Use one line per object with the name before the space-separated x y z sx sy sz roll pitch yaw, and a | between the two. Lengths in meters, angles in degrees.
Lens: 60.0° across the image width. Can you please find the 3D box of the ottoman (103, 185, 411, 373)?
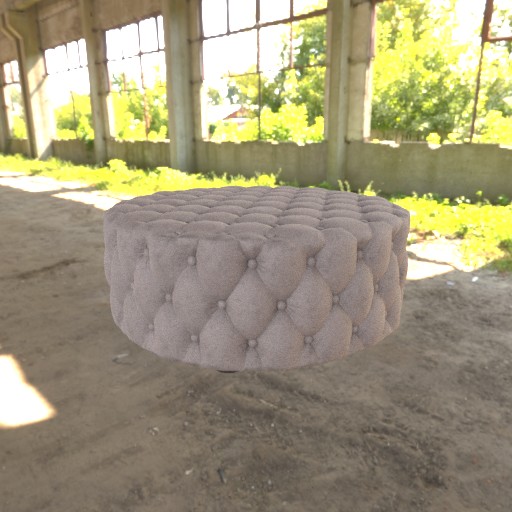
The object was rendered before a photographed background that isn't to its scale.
ottoman | 0.000 0.000 1.534 0.998 0.399 0.998 0 16 0
